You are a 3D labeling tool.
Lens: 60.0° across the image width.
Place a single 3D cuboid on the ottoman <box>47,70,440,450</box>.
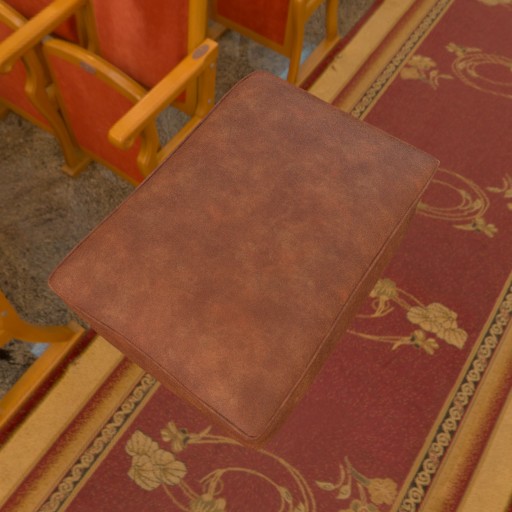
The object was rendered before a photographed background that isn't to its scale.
[{"bbox_3d":[0.000,0.000,0.986,0.501,0.418,0.665,33,69,15],"label":"ottoman"}]
